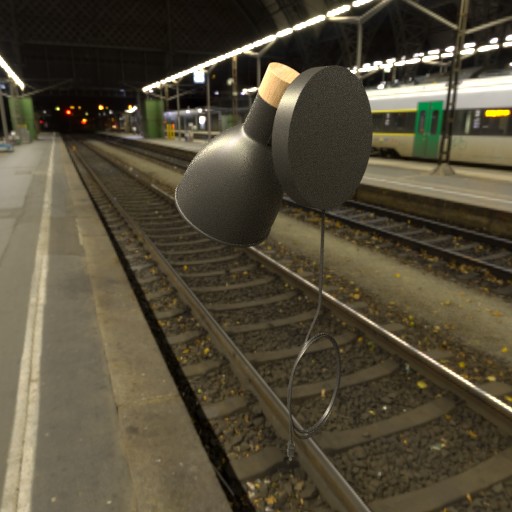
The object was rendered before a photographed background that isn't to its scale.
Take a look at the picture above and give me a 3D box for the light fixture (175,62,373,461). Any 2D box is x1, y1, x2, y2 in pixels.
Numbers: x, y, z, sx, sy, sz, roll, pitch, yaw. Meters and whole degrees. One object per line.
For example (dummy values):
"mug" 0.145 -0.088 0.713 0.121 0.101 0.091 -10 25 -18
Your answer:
"light fixture" 0.000 0.000 0.505 0.127 0.401 0.203 -16 23 -42
